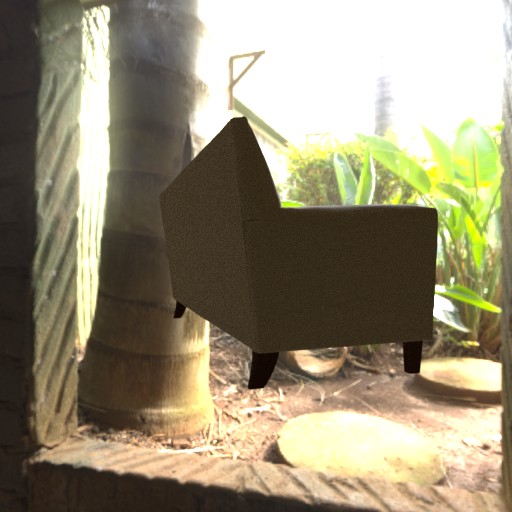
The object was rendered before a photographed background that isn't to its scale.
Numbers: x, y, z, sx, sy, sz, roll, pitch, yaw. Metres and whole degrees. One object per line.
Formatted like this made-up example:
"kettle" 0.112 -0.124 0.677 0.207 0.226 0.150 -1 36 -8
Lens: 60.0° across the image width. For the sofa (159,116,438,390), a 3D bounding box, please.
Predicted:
"sofa" 0.000 0.000 2.459 0.841 0.907 2.001 0 0 -19
